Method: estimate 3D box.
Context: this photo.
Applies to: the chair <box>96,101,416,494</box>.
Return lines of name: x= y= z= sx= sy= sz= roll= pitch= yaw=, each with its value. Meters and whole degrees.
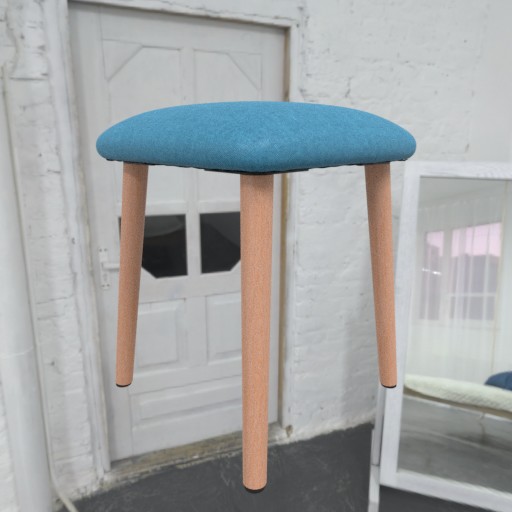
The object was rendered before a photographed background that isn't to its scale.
chair: x=0.000 y=0.000 z=0.690 sx=0.360 sy=0.450 sz=0.360 roll=-15 pitch=21 yaw=-43
